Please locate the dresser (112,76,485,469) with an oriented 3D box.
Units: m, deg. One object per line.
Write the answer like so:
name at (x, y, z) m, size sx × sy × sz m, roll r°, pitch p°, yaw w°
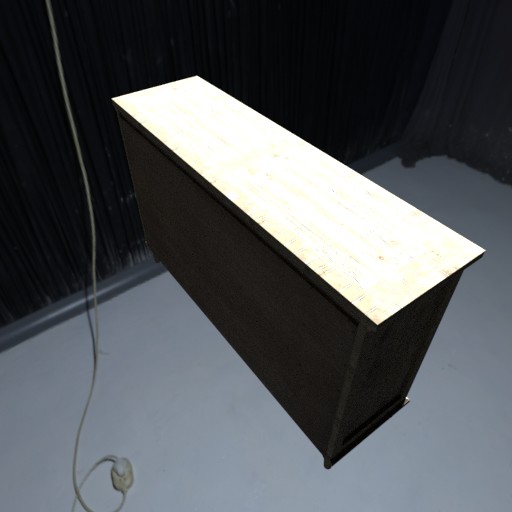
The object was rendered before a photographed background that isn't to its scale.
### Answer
dresser at (0.000, 0.000, 2.012) m, size 0.457 × 1.016 × 1.626 m, roll -27°, pitch 49°, yaw -26°
